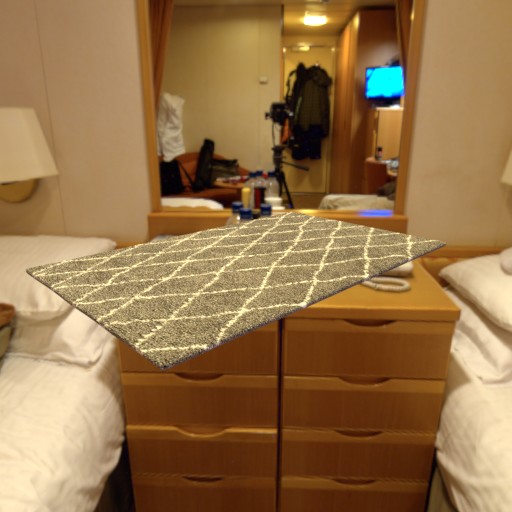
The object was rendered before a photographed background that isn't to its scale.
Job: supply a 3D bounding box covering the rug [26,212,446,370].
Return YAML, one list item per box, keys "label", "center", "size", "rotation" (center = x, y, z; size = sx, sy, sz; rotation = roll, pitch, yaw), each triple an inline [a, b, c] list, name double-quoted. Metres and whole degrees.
- label: "rug"
  center: [0.000, 0.000, 2.979]
  size: [2.438, 0.030, 1.524]
  rotation: [-16, 24, -41]
